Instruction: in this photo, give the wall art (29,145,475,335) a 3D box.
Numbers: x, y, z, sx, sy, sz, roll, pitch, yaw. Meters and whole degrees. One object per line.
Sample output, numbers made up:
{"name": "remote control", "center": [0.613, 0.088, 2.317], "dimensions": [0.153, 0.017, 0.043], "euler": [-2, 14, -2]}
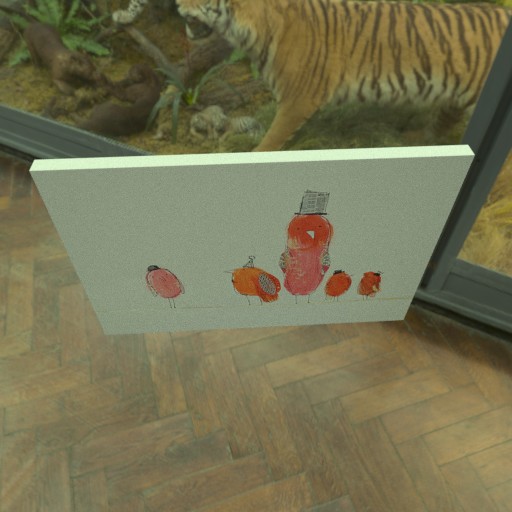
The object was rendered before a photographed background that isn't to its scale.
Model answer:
{"name": "wall art", "center": [0.000, 0.000, 1.146], "dimensions": [0.914, 0.609, 0.038], "euler": [-3, 48, -2]}
